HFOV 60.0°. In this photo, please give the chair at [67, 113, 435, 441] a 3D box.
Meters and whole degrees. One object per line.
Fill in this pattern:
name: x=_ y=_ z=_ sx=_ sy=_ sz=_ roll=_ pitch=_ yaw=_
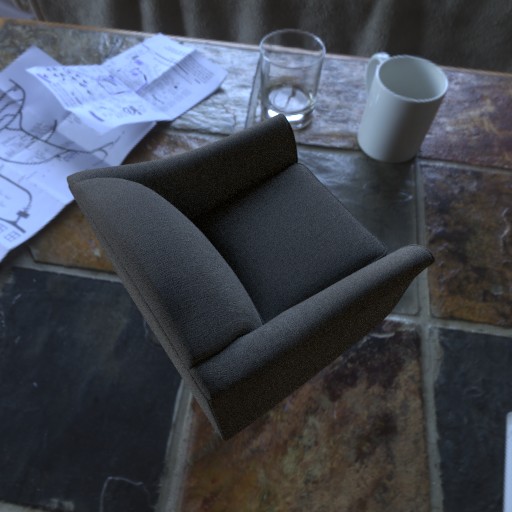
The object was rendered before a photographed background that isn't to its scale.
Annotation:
chair: x=0.000 y=0.000 z=1.448 sx=0.787 sy=0.839 sz=0.763 roll=-32 pitch=64 yaw=-17
